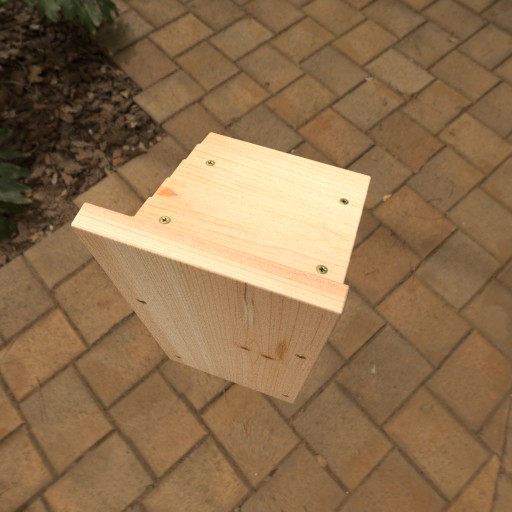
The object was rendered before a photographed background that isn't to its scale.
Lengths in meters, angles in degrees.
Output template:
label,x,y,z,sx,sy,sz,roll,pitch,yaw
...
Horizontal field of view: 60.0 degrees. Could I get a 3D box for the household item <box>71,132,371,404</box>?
label,x,y,z,sx,sy,sz,roll,pitch,yaw
household item,0.000,0.000,0.390,0.149,0.300,0.171,18,65,8
